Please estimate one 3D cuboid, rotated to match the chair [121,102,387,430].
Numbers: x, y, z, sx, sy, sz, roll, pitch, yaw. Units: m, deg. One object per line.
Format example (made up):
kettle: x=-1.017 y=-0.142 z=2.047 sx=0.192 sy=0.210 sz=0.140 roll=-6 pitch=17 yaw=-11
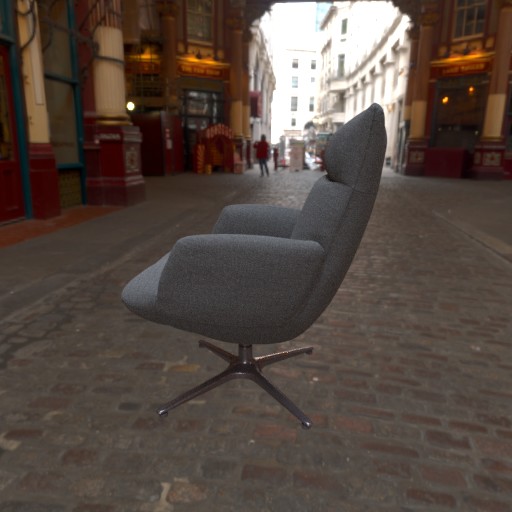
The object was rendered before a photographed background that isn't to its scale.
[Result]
chair: x=0.000 y=0.000 z=1.571 sx=0.831 sy=0.984 sz=0.702 roll=2 pitch=14 yaw=7
